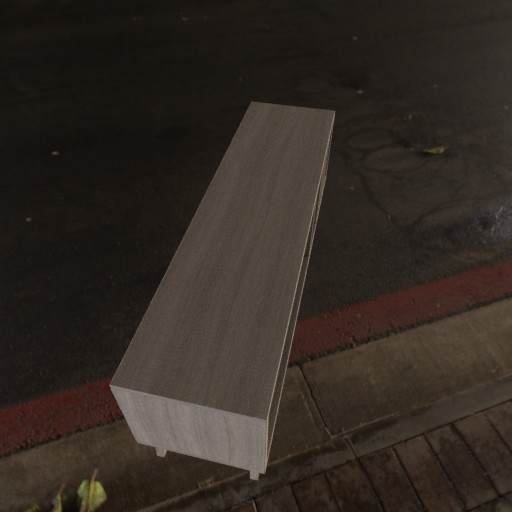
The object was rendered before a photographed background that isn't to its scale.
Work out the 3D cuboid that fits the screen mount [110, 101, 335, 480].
[{"bbox_3d":[0.000,0.000,1.749,0.401,0.509,1.500,9,47,9],"label":"screen mount"}]
